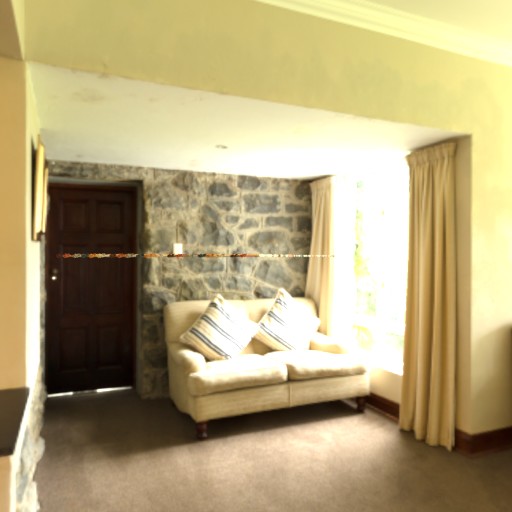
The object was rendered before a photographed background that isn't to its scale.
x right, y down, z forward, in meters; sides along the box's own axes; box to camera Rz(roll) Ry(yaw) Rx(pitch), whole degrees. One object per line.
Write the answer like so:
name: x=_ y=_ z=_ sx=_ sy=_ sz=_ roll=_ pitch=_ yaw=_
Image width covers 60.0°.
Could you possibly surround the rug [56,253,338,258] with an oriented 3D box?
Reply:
rug: x=0.000 y=0.000 z=2.810 sx=0.763 sy=0.015 sz=2.682 roll=0 pitch=0 yaw=17
